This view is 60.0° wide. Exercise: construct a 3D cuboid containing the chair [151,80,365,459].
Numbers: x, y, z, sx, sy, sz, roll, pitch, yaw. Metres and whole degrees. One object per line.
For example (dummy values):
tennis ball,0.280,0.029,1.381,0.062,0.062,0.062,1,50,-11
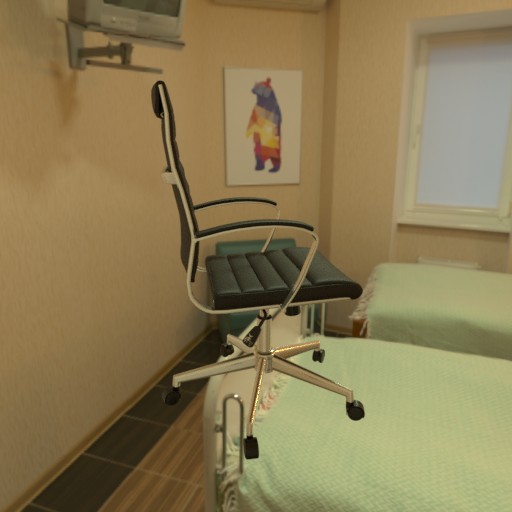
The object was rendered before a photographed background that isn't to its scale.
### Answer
chair,0.000,0.000,1.632,0.739,1.149,0.766,-3,15,-9
